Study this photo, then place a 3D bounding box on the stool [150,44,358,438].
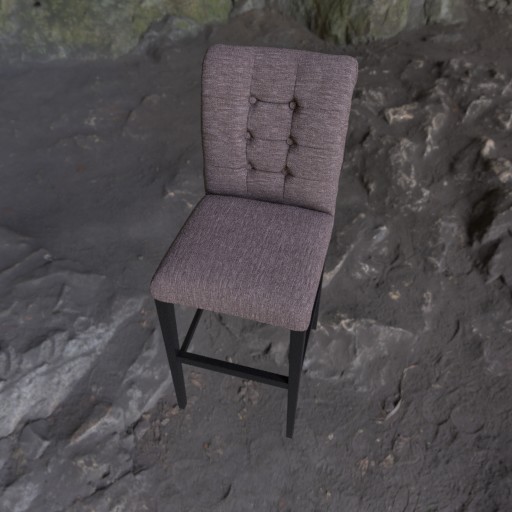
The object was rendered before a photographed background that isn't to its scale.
[{"bbox_3d":[0.000,0.000,1.447,0.452,1.131,0.613,11,43,12],"label":"stool"}]
